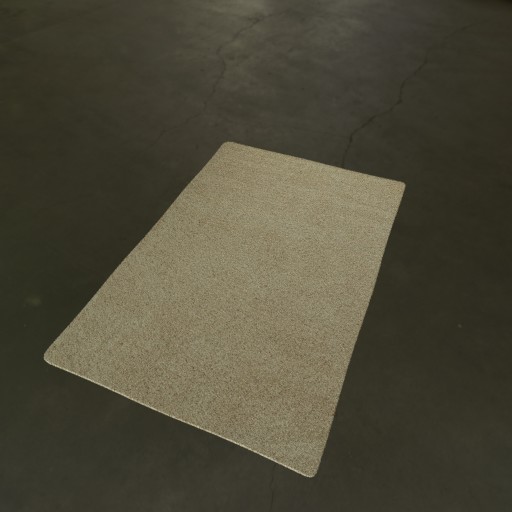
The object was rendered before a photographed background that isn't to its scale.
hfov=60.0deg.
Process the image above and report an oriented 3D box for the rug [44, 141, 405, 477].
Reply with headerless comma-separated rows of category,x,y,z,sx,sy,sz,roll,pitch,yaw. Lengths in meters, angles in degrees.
rug,0.000,0.000,3.391,1.801,0.024,2.700,17,49,15
